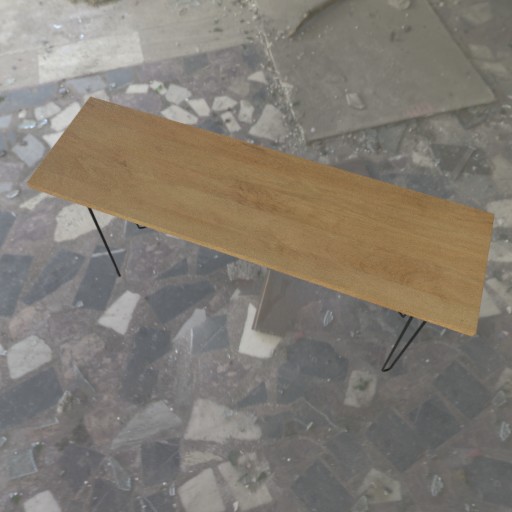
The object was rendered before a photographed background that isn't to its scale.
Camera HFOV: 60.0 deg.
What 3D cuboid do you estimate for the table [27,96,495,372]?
[{"bbox_3d":[0.000,0.000,1.728,1.400,0.799,0.399,18,65,9],"label":"table"}]
